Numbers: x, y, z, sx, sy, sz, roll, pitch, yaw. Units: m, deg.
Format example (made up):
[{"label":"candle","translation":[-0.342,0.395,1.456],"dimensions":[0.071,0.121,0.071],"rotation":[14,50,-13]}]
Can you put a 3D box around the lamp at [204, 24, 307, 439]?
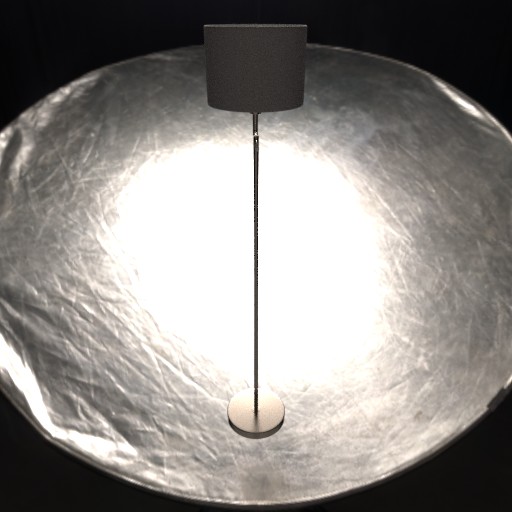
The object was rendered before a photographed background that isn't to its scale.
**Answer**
[{"label":"lamp","translation":[0.000,0.000,1.735],"dimensions":[0.324,1.600,0.416],"rotation":[-1,29,-2]}]
